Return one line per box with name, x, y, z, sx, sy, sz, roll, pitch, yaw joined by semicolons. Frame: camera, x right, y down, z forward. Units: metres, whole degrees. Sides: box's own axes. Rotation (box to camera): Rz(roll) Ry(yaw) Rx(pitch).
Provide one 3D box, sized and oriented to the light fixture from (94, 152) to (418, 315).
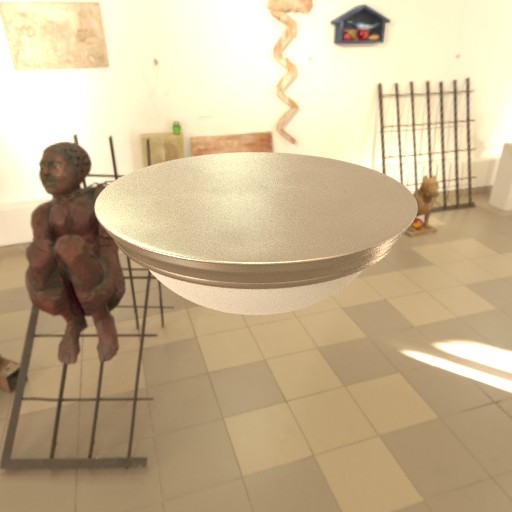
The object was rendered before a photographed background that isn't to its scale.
light fixture;0.000;0.000;0.433;0.280;0.135;0.280;0;27;0
